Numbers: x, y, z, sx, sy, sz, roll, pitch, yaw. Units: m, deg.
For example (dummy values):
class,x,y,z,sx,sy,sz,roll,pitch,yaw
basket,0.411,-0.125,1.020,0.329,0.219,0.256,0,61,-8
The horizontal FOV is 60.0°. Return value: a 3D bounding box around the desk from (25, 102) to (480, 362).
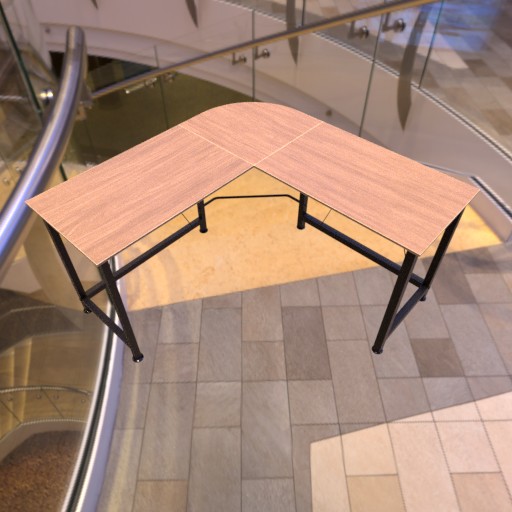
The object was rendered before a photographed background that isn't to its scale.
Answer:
class,x,y,z,sx,sy,sz,roll,pitch,yaw
desk,0.000,0.000,2.201,1.400,0.762,1.400,34,55,28
